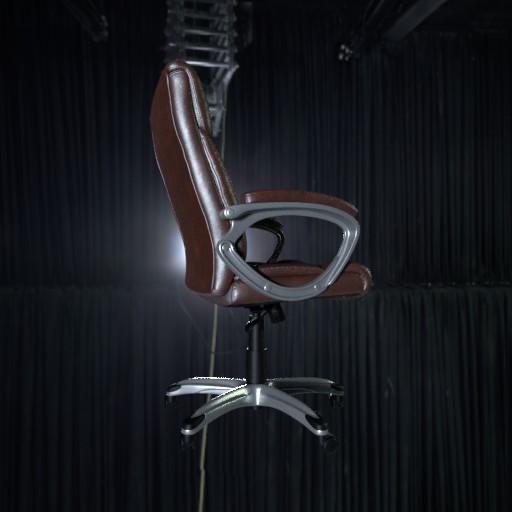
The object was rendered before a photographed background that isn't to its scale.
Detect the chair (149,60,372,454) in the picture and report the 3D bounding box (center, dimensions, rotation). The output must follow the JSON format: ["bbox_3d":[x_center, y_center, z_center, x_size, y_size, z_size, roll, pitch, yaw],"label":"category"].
[{"bbox_3d":[0.000,0.000,1.531,0.692,1.128,0.656,0,0,-18],"label":"chair"}]
